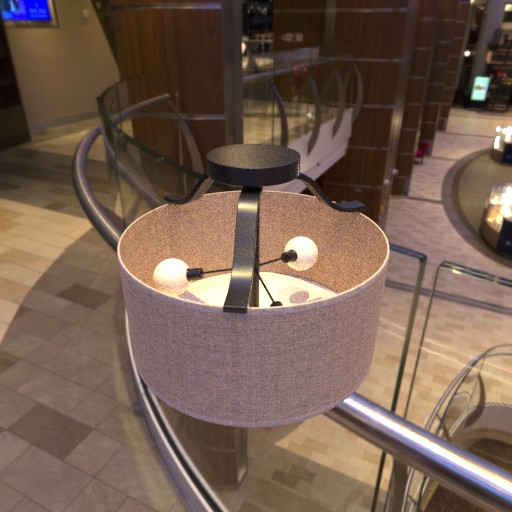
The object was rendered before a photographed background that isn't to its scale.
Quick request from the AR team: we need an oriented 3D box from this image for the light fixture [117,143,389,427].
[{"bbox_3d":[0.000,0.000,0.661,0.390,0.306,0.390,0,28,0],"label":"light fixture"}]
